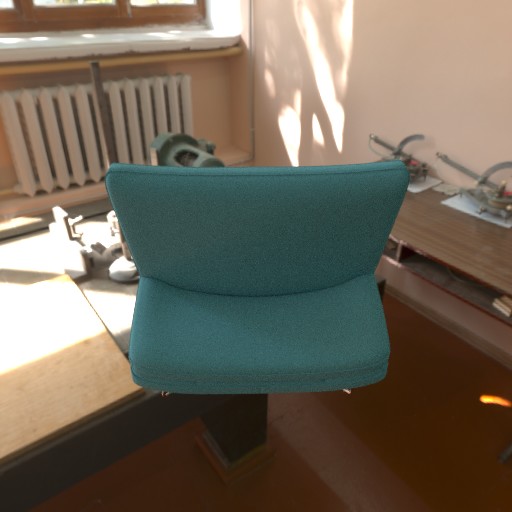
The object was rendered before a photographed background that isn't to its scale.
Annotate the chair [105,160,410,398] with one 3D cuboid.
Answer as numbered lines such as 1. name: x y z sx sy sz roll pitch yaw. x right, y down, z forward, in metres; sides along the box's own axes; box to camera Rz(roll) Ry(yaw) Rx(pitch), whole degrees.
1. chair: 0.000 0.000 1.634 0.859 0.855 1.008 -1 31 -1
